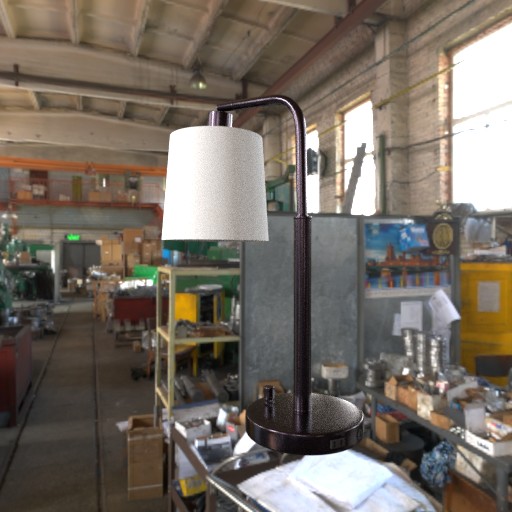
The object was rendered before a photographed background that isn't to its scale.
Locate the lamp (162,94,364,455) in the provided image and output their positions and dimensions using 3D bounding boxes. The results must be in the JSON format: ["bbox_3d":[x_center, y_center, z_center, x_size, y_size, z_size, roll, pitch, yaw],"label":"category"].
[{"bbox_3d":[0.000,0.000,0.671,0.333,0.489,0.171,0,0,36],"label":"lamp"}]
